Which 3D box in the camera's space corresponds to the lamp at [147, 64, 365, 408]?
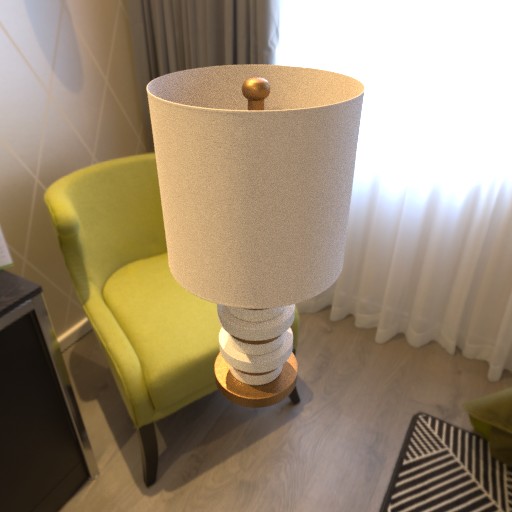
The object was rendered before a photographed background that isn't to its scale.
[{"bbox_3d":[0.000,0.000,0.541,0.210,0.410,0.210,0,32,0],"label":"lamp"}]
